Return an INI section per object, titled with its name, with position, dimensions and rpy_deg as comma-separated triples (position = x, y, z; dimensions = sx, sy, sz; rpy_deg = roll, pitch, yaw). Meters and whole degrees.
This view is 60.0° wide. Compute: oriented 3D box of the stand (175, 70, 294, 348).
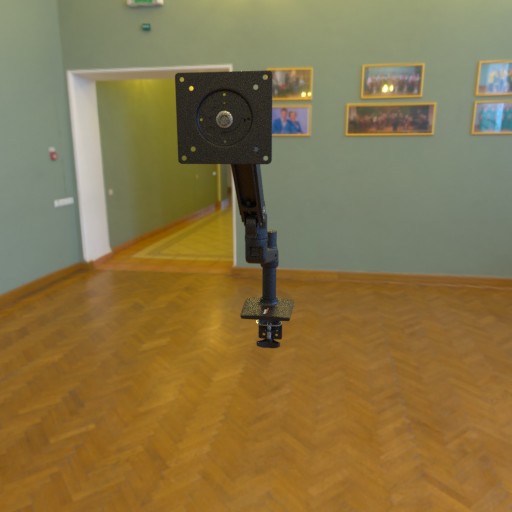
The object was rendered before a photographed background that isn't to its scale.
[stand]
position = 0.000, 0.000, 1.049
dimensions = 0.152, 0.713, 0.650
rpy_deg = 2, 14, 8
